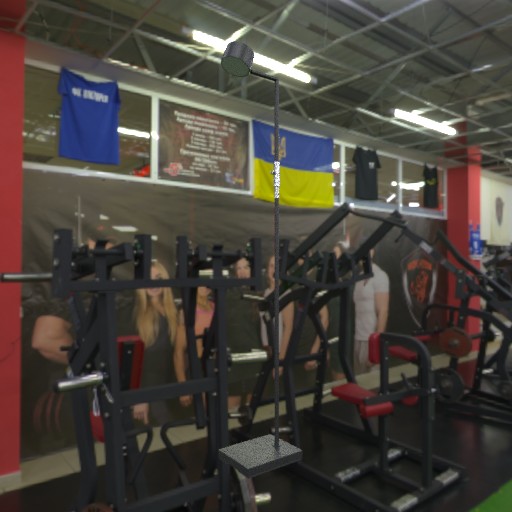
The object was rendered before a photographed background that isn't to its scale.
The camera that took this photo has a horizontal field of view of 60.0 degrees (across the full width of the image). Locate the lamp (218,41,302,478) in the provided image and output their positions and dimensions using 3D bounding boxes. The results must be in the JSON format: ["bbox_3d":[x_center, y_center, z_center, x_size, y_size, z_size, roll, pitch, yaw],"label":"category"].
[{"bbox_3d":[0.000,0.000,1.735,0.304,1.600,0.203,0,-1,-36],"label":"lamp"}]
